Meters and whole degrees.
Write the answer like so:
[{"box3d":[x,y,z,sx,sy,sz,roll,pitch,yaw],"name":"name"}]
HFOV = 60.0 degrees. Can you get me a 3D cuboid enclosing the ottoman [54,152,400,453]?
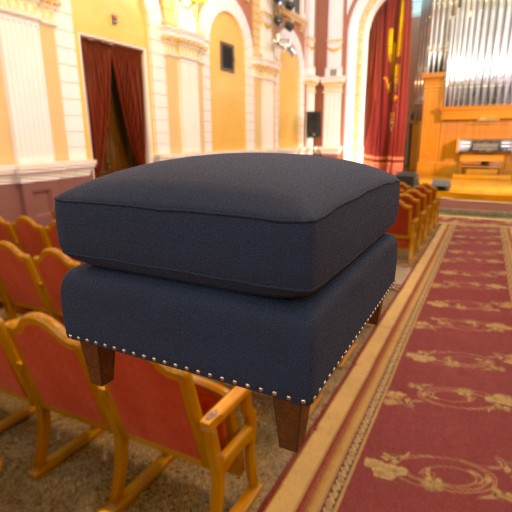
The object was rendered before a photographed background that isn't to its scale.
[{"box3d":[0.000,0.000,1.133,0.584,0.513,0.741,8,17,26],"name":"ottoman"}]
